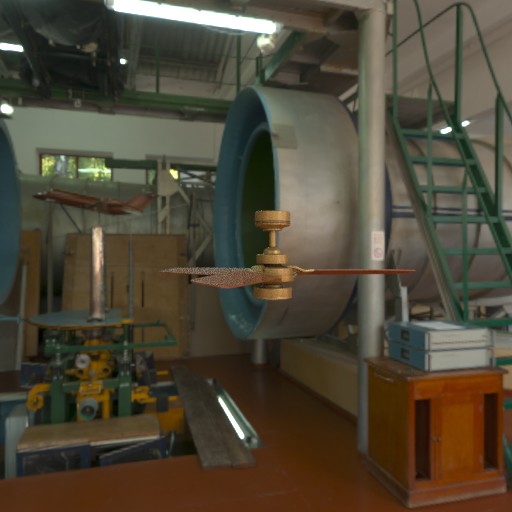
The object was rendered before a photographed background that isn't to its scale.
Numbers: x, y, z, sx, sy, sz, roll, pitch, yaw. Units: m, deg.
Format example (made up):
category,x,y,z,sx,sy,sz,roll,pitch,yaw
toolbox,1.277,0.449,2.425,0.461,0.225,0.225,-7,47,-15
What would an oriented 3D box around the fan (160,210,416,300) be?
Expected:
category,x,y,z,sx,sy,sz,roll,pitch,yaw
fan,0.000,0.000,2.029,1.416,0.425,1.271,0,0,18
